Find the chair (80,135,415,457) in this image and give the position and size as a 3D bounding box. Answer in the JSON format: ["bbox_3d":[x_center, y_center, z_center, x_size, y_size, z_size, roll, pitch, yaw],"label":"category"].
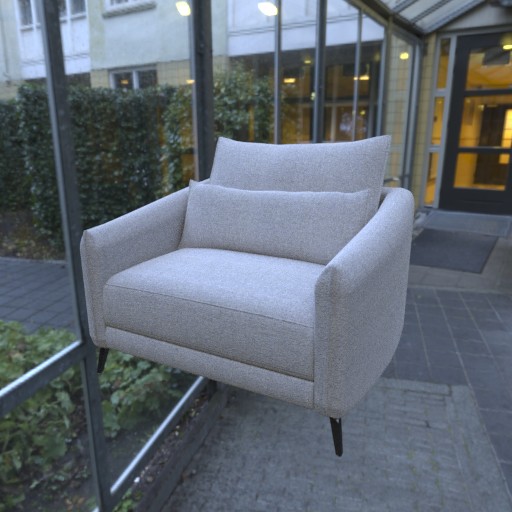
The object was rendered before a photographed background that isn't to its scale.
[{"bbox_3d":[0.000,0.000,1.623,1.029,0.856,0.801,8,17,27],"label":"chair"}]
